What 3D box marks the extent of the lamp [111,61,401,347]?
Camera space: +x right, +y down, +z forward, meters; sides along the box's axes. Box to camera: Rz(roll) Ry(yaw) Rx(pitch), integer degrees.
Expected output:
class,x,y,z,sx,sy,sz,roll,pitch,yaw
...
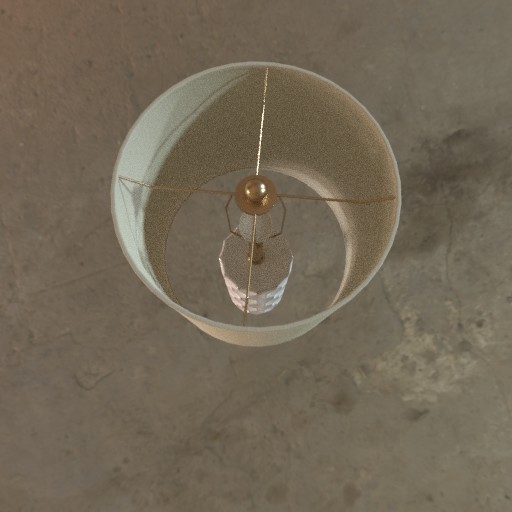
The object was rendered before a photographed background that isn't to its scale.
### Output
class,x,y,z,sx,sy,sz,roll,pitch,yaw
lamp,0.000,0.000,0.682,0.277,0.537,0.277,42,79,10
